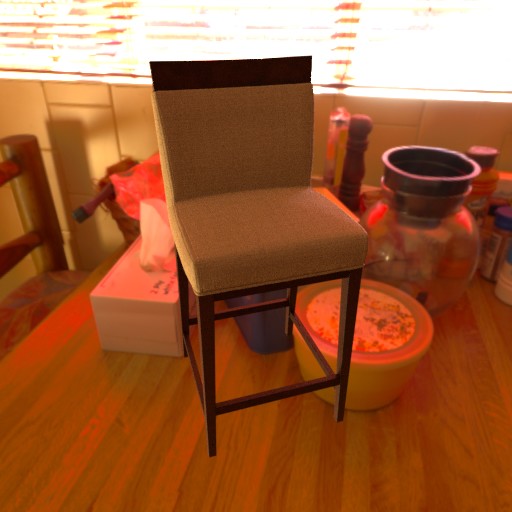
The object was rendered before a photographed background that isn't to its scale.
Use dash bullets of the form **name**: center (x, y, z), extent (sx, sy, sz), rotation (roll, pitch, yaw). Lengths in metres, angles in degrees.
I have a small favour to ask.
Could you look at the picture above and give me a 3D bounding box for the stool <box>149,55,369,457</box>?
- **stool**: center (0.000, 0.000, 1.278), extent (0.463, 1.011, 0.480), rotation (-9, 31, -15)
